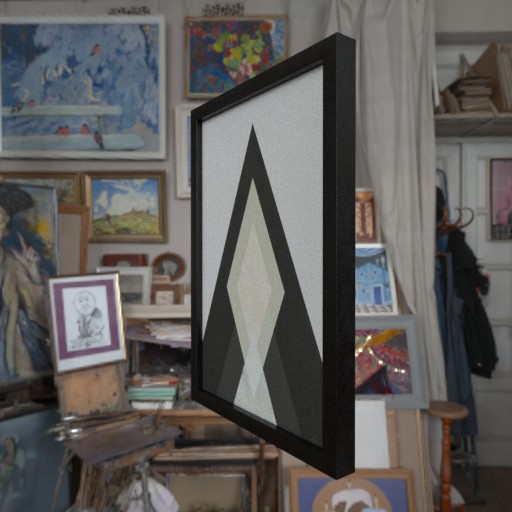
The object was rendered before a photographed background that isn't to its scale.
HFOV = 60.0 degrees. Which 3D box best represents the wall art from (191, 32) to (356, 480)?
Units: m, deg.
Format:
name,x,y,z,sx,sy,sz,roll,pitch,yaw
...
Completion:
name,x,y,z,sx,sy,sz,roll,pitch,yaw
wall art,0.000,0.000,0.586,0.031,0.457,0.313,0,1,-36
